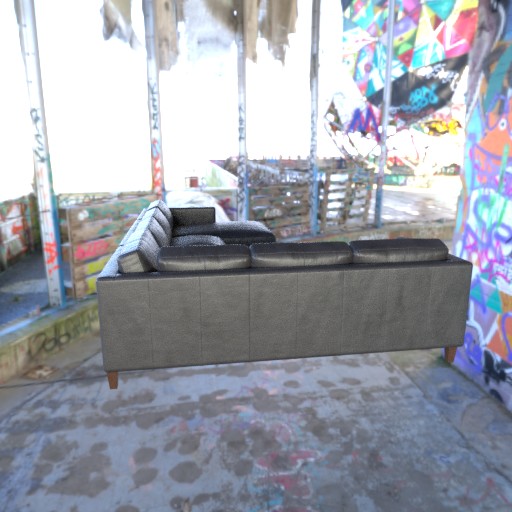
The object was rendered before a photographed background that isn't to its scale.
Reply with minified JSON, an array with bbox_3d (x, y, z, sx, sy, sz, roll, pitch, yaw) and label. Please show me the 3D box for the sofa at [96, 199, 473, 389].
[{"bbox_3d":[0.000,0.000,4.454,2.452,0.891,3.324,-2,14,-9],"label":"sofa"}]
